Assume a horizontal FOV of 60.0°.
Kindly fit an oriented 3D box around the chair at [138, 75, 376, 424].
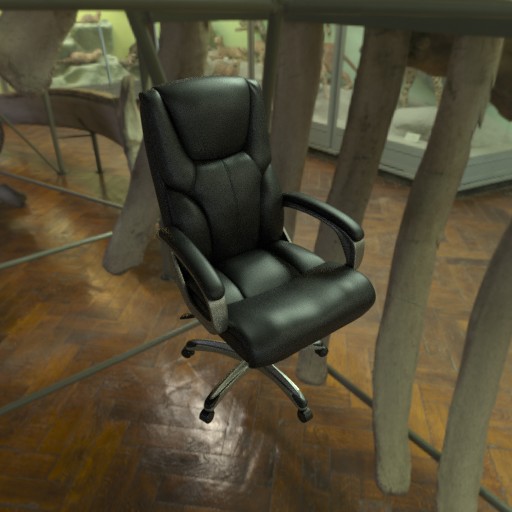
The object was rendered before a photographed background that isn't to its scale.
[{"bbox_3d":[0.000,0.000,1.621,0.663,1.155,0.739,-21,36,-31],"label":"chair"}]
